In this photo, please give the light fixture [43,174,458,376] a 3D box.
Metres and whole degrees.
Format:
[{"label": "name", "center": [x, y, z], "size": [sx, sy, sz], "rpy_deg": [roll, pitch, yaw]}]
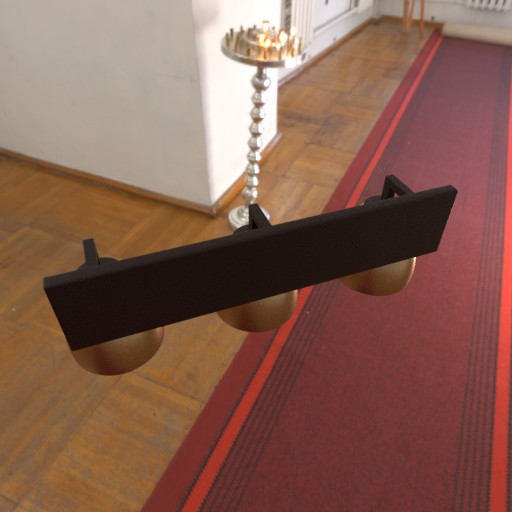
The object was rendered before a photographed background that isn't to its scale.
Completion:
[{"label": "light fixture", "center": [0.000, 0.000, 0.664], "size": [0.582, 0.204, 0.157], "rpy_deg": [-14, 43, -15]}]
